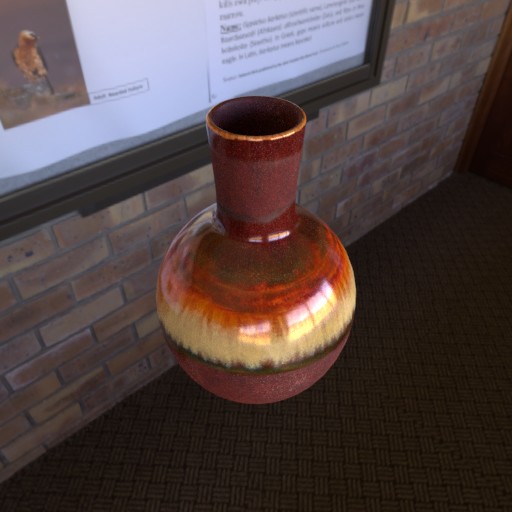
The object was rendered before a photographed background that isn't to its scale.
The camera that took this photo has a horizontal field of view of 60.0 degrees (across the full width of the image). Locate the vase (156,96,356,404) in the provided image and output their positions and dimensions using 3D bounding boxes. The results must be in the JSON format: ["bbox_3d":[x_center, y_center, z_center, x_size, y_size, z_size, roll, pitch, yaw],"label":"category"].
[{"bbox_3d":[0.000,0.000,0.232,0.111,0.154,0.111,0,42,0],"label":"vase"}]
